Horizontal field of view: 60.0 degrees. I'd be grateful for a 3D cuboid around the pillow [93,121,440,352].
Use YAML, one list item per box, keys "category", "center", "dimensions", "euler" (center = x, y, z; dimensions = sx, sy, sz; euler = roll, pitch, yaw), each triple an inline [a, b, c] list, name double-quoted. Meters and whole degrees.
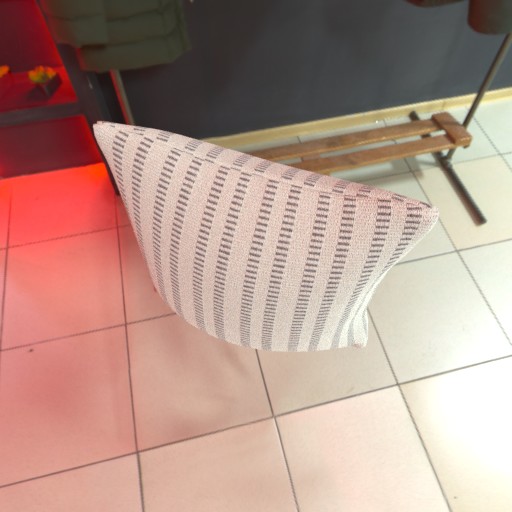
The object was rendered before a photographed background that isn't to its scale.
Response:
- category: "pillow"
  center: [0.000, 0.000, 0.697]
  dimensions: [0.438, 0.419, 0.247]
  euler: [16, 60, 10]
